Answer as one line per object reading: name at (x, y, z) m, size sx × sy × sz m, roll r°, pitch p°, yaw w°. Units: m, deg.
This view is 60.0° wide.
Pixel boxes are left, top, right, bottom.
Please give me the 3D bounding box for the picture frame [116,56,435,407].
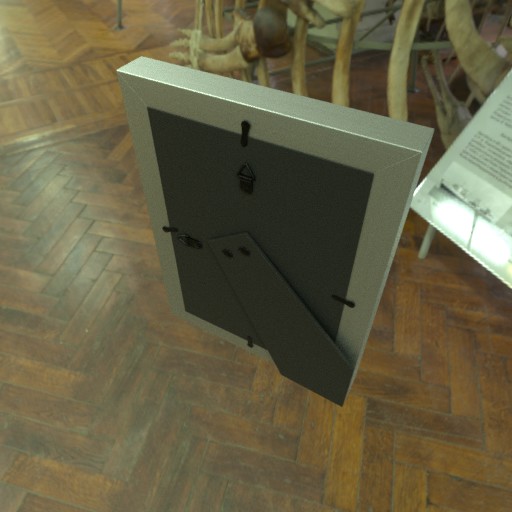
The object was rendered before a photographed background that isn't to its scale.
picture frame at (0.000, 0.000, 0.280) m, size 0.157 × 0.208 × 0.028 m, roll 22°, pitch 50°, yaw 20°
